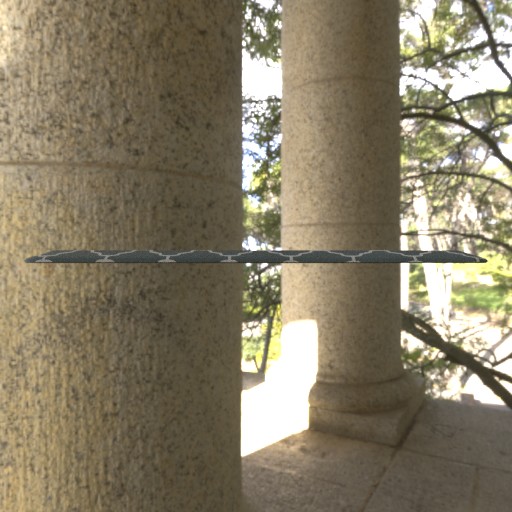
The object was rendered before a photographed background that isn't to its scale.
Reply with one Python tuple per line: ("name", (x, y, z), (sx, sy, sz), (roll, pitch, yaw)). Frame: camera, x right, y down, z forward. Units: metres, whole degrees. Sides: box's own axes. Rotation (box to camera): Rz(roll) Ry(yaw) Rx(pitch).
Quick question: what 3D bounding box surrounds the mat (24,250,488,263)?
("mat", (0.000, 0.000, 0.952), (0.762, 0.021, 0.508), (0, 0, 0))
